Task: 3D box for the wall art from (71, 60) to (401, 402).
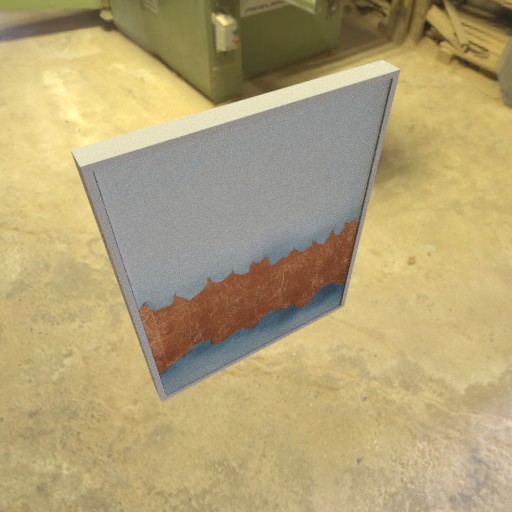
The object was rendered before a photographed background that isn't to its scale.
[{"bbox_3d":[0.000,0.000,0.756,0.451,0.553,0.039,-24,51,-21],"label":"wall art"}]
